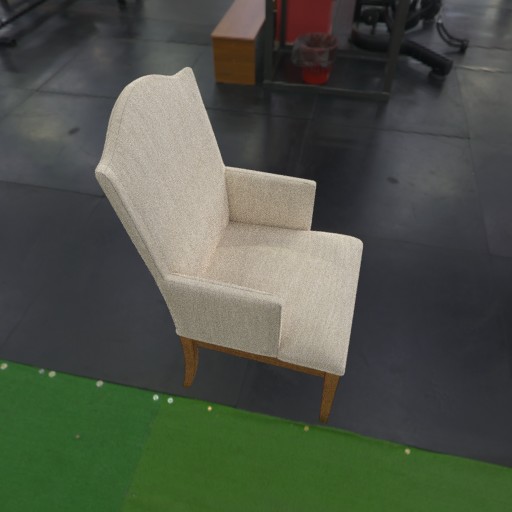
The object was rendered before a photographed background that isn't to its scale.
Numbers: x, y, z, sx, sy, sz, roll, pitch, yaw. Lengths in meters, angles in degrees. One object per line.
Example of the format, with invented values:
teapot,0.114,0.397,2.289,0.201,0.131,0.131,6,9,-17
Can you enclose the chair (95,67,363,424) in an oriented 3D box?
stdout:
chair,0.000,0.000,1.352,0.641,1.016,0.533,11,49,10
